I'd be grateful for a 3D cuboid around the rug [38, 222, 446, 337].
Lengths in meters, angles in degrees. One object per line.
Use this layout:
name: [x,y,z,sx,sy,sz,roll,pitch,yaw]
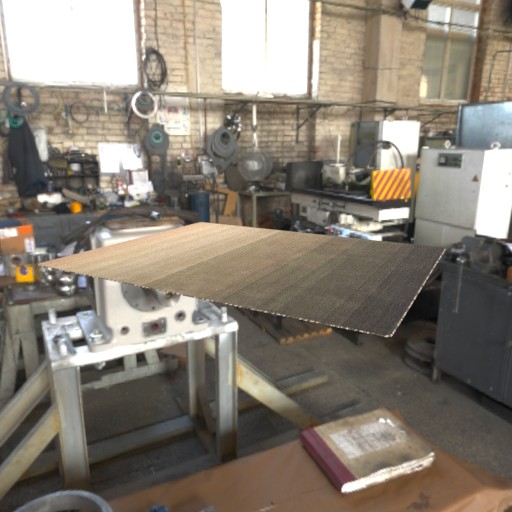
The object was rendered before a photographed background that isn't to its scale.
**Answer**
rug: [0.000,0.000,3.971,2.902,0.017,2.306,8,16,28]
